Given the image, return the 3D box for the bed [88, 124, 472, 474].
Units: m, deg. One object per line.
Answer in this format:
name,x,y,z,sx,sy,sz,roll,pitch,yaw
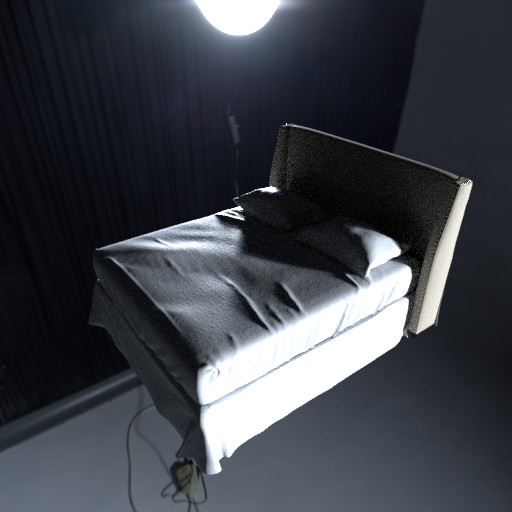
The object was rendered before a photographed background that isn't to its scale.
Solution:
bed,0.000,0.000,3.392,2.276,1.332,1.925,-21,36,-31
